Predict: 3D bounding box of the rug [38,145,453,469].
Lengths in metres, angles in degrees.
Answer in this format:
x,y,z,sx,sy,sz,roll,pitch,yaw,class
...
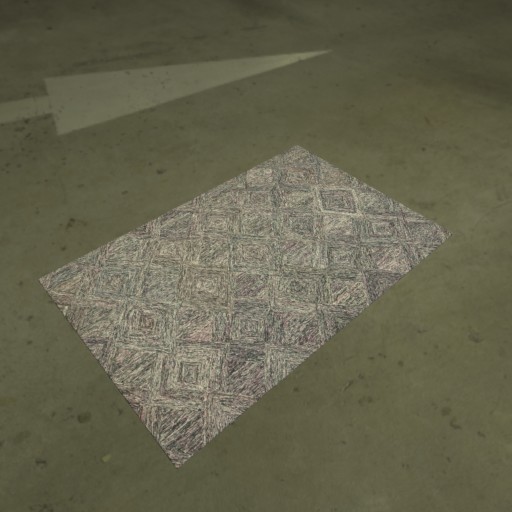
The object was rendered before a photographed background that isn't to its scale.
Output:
x,y,z,sx,sy,sz,roll,pitch,yaw,class
0.000,0.000,2.901,2.298,0.017,1.501,-33,54,-28,rug
